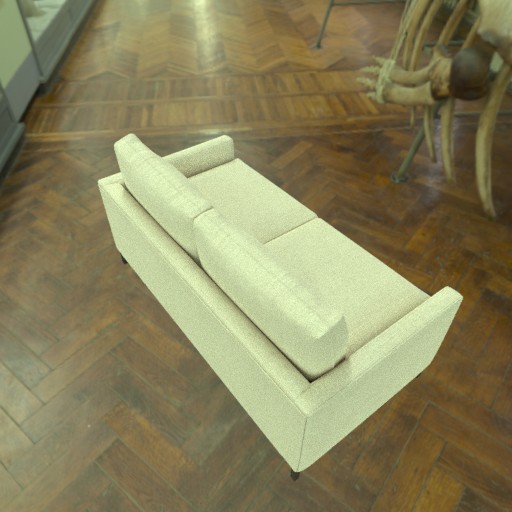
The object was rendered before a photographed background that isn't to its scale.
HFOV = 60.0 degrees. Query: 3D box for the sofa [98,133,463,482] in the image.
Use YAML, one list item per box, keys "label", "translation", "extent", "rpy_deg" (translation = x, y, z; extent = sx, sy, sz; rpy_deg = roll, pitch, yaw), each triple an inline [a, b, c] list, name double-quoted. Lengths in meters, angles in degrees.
- label: "sofa"
  translation: [0.000, 0.000, 2.111]
  extent: [0.839, 0.812, 1.651]
  rpy_deg: [-28, 50, -26]
